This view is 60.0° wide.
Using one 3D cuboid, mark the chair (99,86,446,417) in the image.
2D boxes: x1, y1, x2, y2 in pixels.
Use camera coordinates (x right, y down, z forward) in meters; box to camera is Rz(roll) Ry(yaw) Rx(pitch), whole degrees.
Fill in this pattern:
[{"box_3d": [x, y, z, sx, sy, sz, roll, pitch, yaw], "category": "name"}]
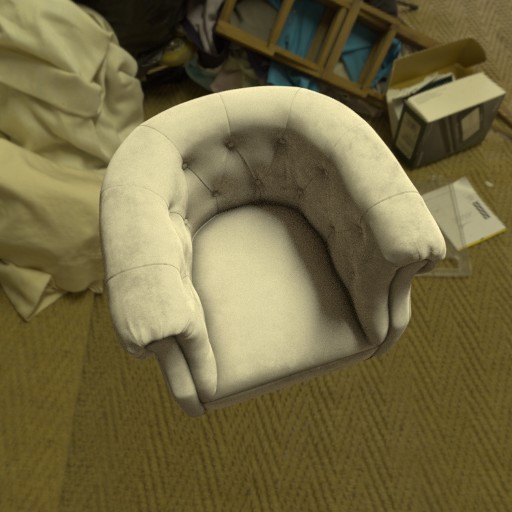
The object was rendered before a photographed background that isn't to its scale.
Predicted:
[{"box_3d": [0.000, 0.000, 1.556, 0.904, 0.826, 0.851, -16, 64, -8], "category": "chair"}]
